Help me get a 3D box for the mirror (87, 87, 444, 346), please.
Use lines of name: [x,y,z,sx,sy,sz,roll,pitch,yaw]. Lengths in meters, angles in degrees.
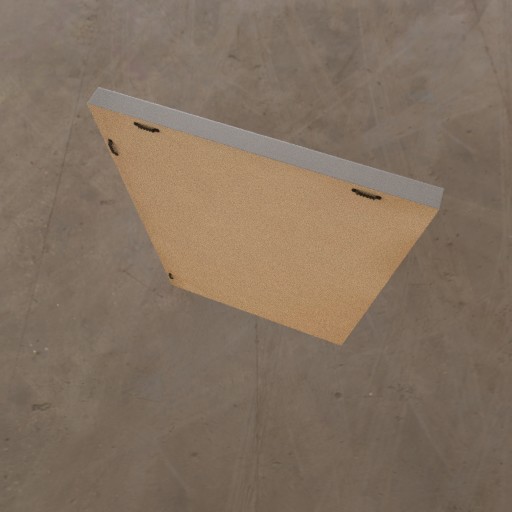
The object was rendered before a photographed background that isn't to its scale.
mirror: [0.000,0.000,0.925,0.507,0.710,0.039,19,66,9]
